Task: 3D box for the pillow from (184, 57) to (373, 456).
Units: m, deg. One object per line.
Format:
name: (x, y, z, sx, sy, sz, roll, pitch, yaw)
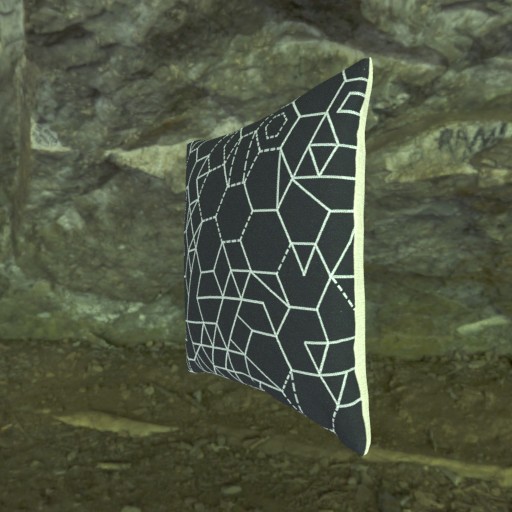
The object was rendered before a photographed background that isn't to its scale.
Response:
pillow: (0.000, 0.000, 0.773, 0.158, 0.508, 0.517, 0, -1, -35)
